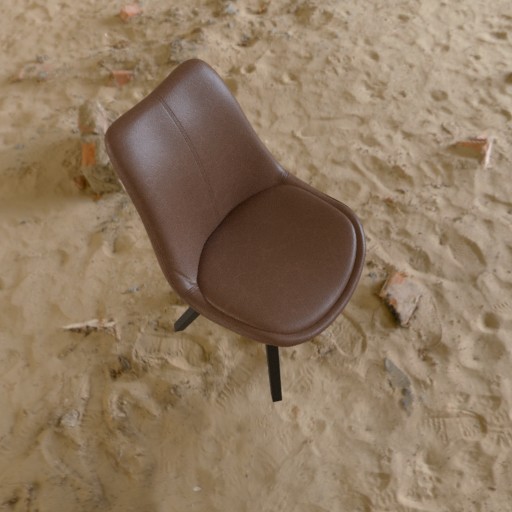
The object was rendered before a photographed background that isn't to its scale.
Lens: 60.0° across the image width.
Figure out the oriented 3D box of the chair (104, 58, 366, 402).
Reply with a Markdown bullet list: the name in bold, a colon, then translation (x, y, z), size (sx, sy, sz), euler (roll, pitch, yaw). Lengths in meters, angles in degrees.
- **chair**: translation (0.000, 0.000, 1.202), size (0.550, 0.850, 0.475), euler (30, 64, 16)
